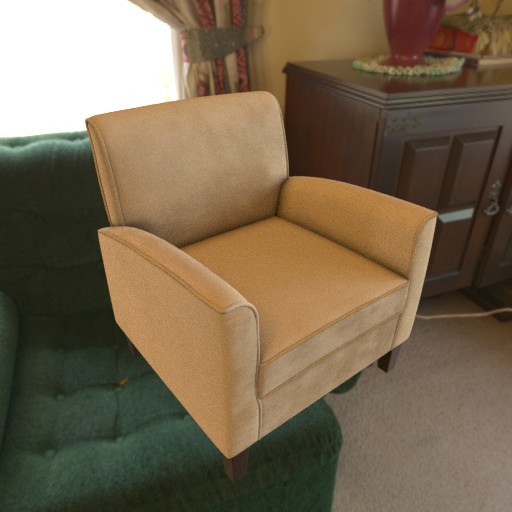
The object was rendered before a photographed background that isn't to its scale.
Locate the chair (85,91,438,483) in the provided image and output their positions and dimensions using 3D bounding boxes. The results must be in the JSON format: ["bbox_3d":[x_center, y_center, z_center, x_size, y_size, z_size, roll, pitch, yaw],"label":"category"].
[{"bbox_3d":[0.000,0.000,1.507,0.820,0.915,0.821,-22,36,-32],"label":"chair"}]
